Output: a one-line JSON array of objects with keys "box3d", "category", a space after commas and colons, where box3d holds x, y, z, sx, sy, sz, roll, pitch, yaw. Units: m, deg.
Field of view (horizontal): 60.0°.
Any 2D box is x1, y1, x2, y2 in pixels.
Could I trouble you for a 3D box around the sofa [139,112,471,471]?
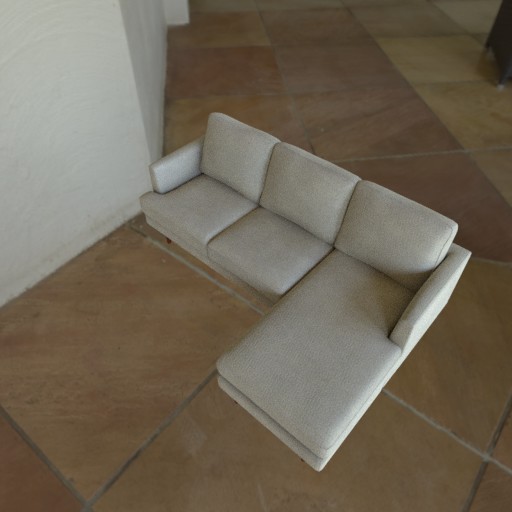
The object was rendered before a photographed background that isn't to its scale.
[{"box3d": [0.000, 0.000, 2.997, 2.233, 0.956, 1.504, 33, 54, 28], "category": "sofa"}]
